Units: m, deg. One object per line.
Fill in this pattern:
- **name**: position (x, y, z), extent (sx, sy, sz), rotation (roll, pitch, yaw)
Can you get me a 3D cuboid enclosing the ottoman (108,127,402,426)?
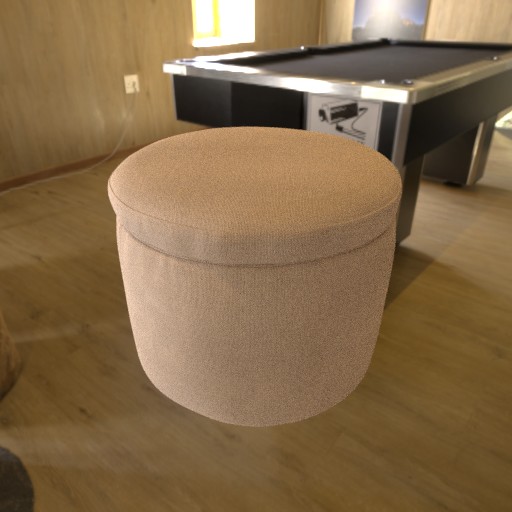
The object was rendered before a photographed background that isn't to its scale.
- **ottoman**: position (0.000, 0.000, 0.851), extent (0.497, 0.409, 0.497), rotation (0, 30, 0)
